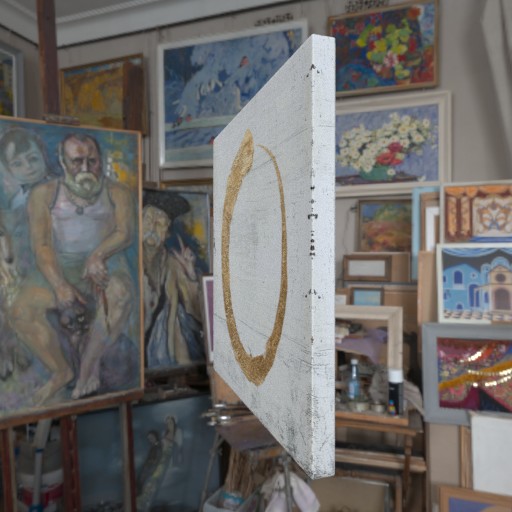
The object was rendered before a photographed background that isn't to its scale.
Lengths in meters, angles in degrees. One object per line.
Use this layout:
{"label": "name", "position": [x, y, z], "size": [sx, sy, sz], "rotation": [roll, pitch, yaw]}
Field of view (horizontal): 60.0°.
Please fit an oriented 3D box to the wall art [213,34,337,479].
{"label": "wall art", "position": [0.000, 0.000, 0.898], "size": [0.040, 0.611, 0.610], "rotation": [0, 1, -18]}
